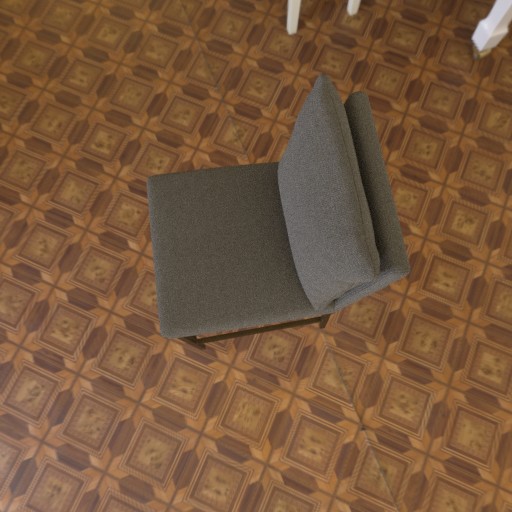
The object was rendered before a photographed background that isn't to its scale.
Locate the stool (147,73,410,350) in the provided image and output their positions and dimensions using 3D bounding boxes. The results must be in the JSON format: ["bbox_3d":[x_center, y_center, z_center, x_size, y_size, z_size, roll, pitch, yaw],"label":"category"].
[{"bbox_3d":[0.000,0.000,1.396,0.569,1.132,0.463,-8,75,-2],"label":"stool"}]
